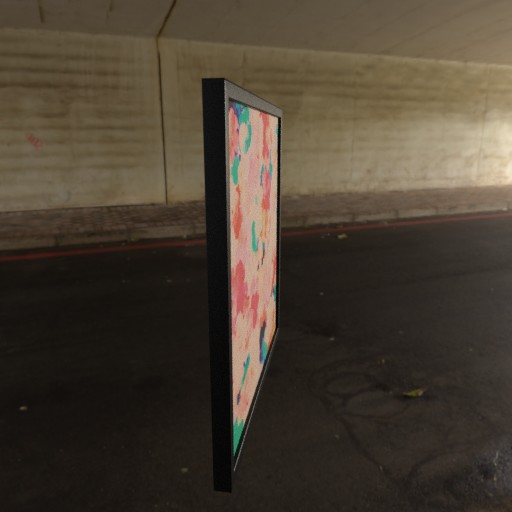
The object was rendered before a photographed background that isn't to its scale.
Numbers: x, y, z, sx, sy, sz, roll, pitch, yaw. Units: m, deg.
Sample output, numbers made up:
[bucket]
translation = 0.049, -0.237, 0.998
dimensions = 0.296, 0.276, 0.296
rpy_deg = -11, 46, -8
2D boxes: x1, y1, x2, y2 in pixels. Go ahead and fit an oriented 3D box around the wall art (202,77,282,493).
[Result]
[wall art]
translation = 0.000, 0.000, 1.128
dimensions = 0.036, 0.755, 0.756
rpy_deg = 3, 15, 10
